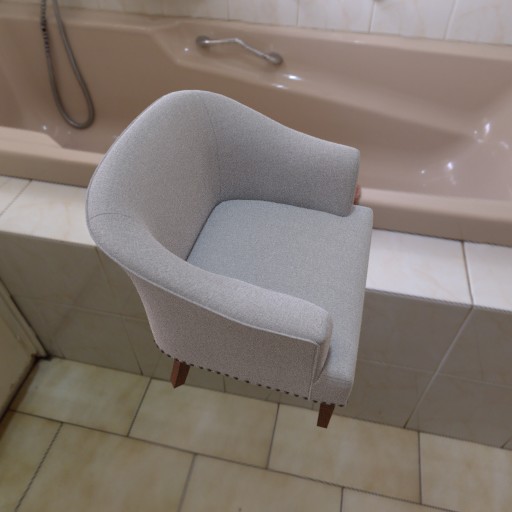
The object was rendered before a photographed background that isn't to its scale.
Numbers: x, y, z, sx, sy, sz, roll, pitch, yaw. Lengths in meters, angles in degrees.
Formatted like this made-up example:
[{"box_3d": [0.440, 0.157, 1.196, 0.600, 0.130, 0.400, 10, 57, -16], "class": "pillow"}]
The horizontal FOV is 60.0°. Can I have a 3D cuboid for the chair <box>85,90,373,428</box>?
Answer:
[{"box_3d": [0.000, 0.000, 1.402, 0.704, 0.815, 0.798, 11, 47, 10], "class": "chair"}]
